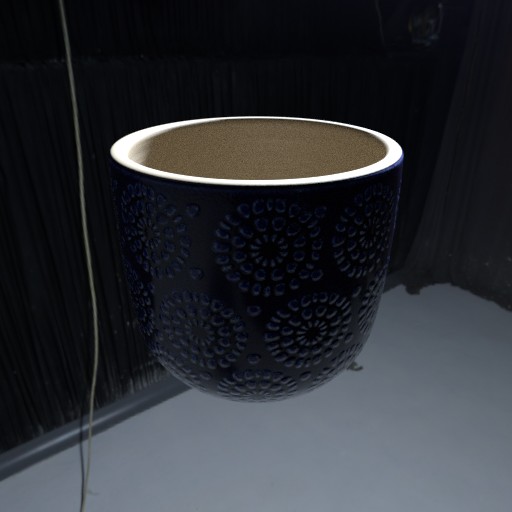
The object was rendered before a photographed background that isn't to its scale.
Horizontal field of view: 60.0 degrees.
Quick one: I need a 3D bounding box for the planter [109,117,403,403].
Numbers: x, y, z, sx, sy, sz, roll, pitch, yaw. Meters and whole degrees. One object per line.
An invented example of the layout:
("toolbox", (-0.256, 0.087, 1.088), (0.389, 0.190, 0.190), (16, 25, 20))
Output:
("planter", (0.000, 0.000, 0.288), (0.165, 0.149, 0.165), (0, 27, 0))
